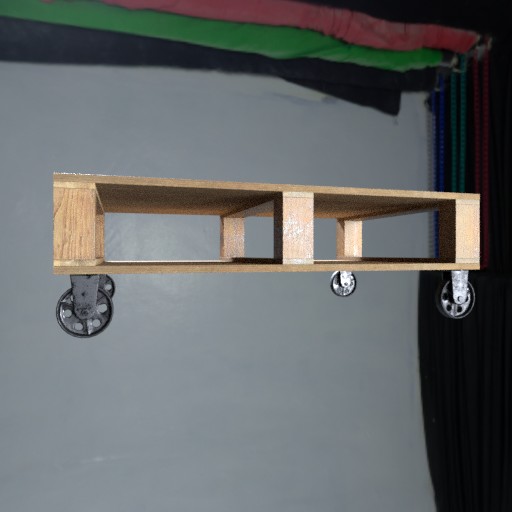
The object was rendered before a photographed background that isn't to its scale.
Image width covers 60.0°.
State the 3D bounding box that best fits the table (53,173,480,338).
[{"bbox_3d":[0.000,0.000,1.675,1.299,0.413,0.827,0,0,-17],"label":"table"}]
